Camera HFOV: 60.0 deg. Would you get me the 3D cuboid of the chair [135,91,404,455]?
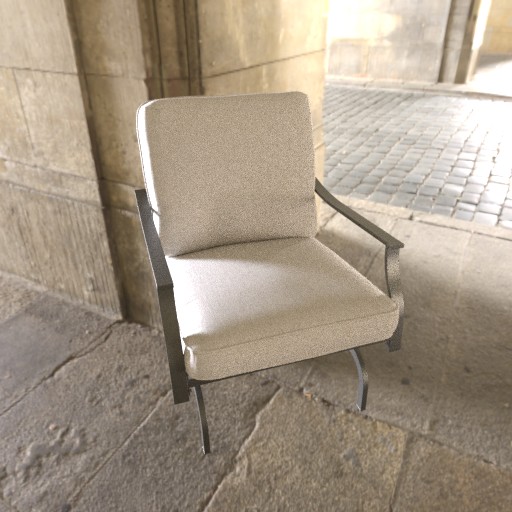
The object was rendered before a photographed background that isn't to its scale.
[{"bbox_3d":[0.000,0.000,1.383,0.650,0.860,0.787,-9,31,-15],"label":"chair"}]
